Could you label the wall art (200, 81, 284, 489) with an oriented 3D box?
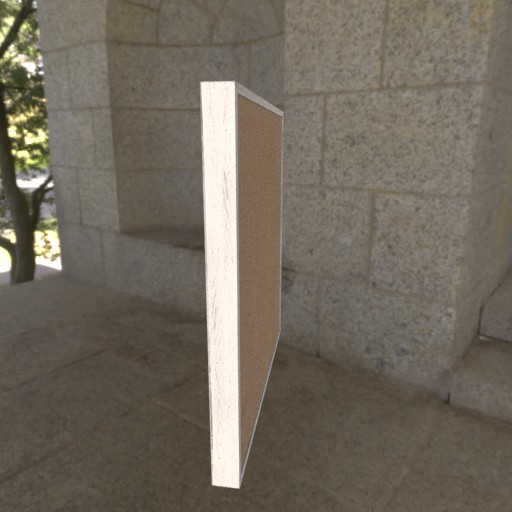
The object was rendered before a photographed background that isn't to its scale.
[{"bbox_3d":[0.000,0.000,0.771,0.038,0.508,0.508,2,15,9],"label":"wall art"}]
